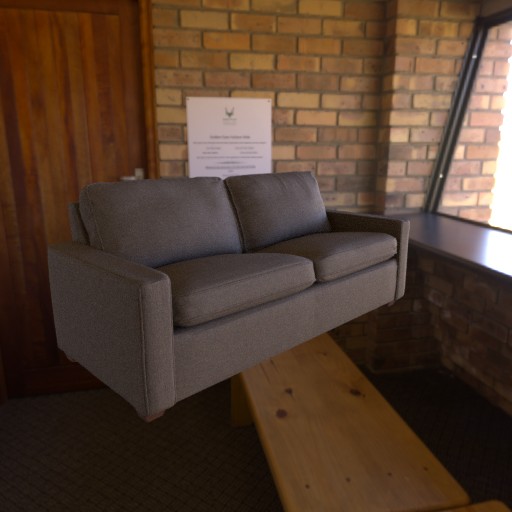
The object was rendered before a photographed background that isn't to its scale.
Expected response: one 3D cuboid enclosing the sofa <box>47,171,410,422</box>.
[{"bbox_3d":[0.000,0.000,2.614,2.080,0.919,0.940,-13,19,-43],"label":"sofa"}]
